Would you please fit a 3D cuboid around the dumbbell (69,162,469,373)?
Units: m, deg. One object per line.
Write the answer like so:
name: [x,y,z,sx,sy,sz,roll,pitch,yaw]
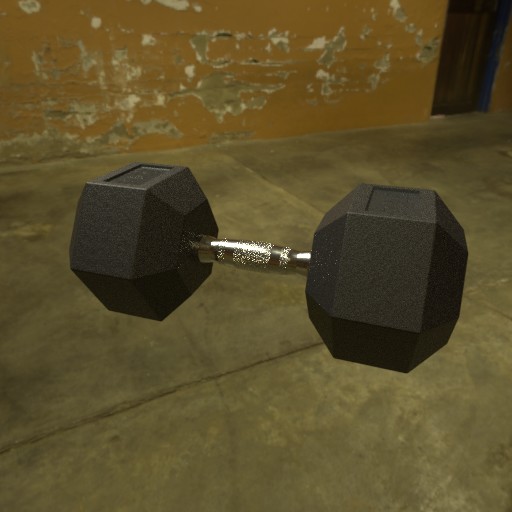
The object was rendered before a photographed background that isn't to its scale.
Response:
dumbbell: [0.000,0.000,0.459,0.384,0.150,0.173,9,27,17]
